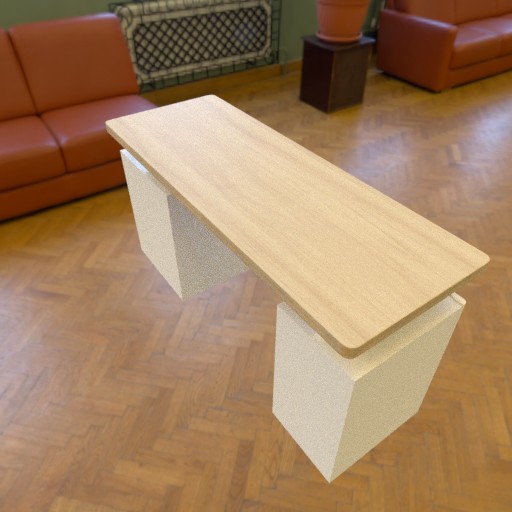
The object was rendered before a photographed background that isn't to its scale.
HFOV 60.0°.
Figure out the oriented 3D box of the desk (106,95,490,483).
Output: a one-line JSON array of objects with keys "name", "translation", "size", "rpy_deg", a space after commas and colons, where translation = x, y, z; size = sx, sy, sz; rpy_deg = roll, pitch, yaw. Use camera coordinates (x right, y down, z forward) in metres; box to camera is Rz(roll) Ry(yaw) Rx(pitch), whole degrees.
[{"name": "desk", "translation": [0.000, 0.000, 1.813], "size": [0.550, 0.755, 1.500], "rpy_deg": [-25, 46, -26]}]
